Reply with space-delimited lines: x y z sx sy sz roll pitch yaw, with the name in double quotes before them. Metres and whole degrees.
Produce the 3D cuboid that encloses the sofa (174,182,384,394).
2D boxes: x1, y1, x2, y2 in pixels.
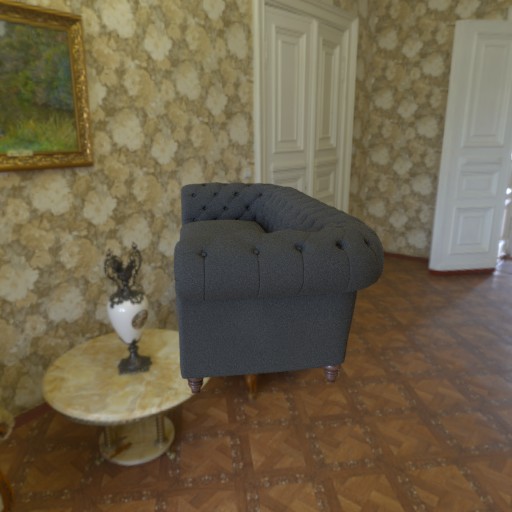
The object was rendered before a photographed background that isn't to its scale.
"sofa" 0.000 0.000 2.872 0.991 0.762 2.362 -2 15 -8
